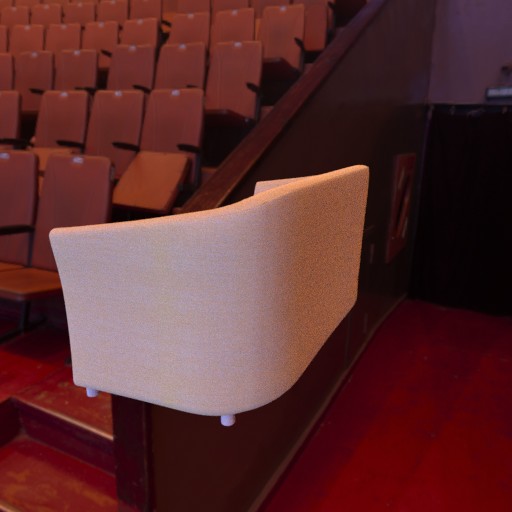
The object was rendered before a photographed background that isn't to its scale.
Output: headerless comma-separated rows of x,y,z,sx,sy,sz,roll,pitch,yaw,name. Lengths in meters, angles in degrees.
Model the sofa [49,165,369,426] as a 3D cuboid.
0.000,0.000,1.874,0.705,0.721,1.452,8,18,25,sofa
